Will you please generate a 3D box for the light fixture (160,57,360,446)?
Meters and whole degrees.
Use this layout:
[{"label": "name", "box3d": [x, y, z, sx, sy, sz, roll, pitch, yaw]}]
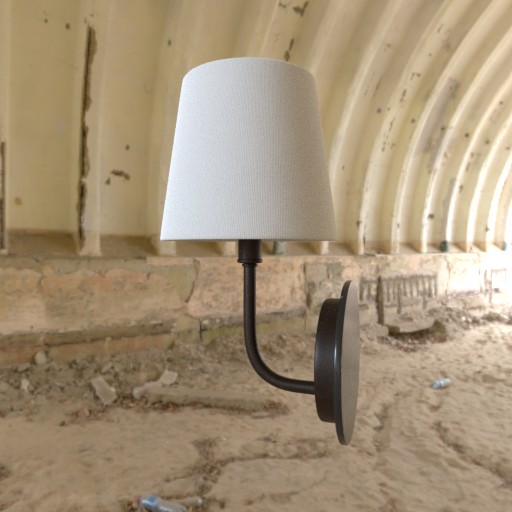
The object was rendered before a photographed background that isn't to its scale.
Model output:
[{"label": "light fixture", "box3d": [0.000, 0.000, 0.436, 0.188, 0.337, 0.168, 0, 1, 19]}]
